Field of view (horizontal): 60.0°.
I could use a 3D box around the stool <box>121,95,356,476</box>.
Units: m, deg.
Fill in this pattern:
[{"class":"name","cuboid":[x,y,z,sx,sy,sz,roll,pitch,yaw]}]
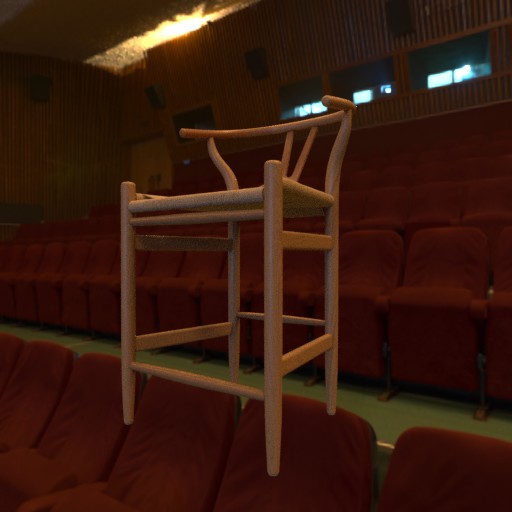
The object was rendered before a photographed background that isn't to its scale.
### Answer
[{"class":"stool","cuboid":[0.000,0.000,1.299,0.536,0.923,0.575,0,0,36]}]
